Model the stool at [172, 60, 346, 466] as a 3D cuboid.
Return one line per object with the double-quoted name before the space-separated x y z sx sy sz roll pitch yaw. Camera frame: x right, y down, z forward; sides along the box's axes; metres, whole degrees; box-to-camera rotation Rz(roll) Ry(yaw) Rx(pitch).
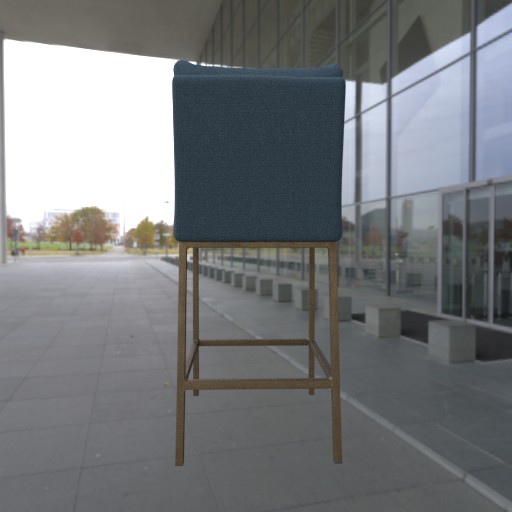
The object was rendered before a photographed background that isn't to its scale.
"stool" 0.000 0.000 1.363 0.463 1.032 0.568 0 1 -2
